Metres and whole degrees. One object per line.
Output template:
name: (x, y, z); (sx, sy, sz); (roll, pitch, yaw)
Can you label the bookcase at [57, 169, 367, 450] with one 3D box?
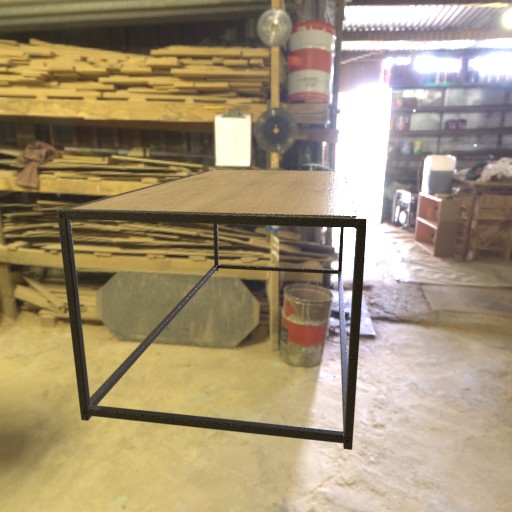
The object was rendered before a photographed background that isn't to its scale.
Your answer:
bookcase: (0.000, 0.000, 1.219); (0.500, 0.400, 1.000); (2, 15, 9)
